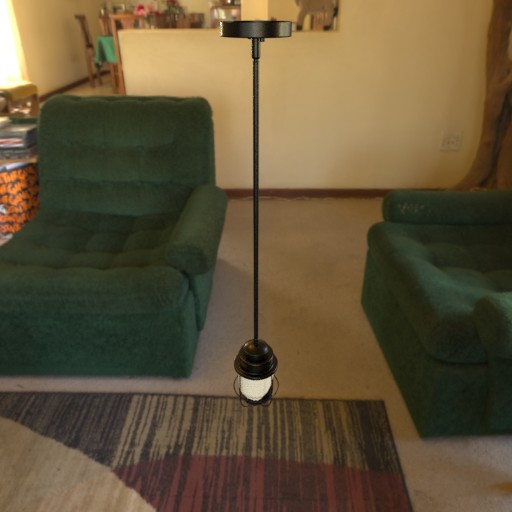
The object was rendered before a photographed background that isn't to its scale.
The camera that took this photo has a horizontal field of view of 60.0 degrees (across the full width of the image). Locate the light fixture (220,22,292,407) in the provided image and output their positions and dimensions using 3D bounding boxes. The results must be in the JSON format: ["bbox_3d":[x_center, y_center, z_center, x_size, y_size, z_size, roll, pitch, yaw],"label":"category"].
[{"bbox_3d":[0.000,0.000,0.983,0.123,0.920,0.123,-8,30,-14],"label":"light fixture"}]
